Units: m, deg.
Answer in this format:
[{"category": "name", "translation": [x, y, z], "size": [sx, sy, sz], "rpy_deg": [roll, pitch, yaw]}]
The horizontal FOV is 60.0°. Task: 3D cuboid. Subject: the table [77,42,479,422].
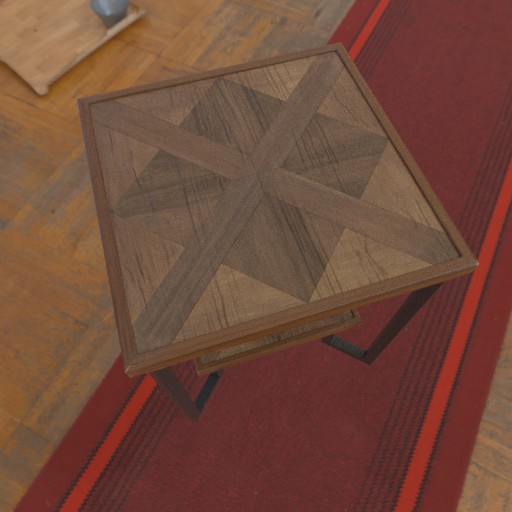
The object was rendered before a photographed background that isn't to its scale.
[{"category": "table", "translation": [0.000, 0.000, 0.948], "size": [0.503, 0.563, 0.503], "rpy_deg": [-16, 63, -8]}]
